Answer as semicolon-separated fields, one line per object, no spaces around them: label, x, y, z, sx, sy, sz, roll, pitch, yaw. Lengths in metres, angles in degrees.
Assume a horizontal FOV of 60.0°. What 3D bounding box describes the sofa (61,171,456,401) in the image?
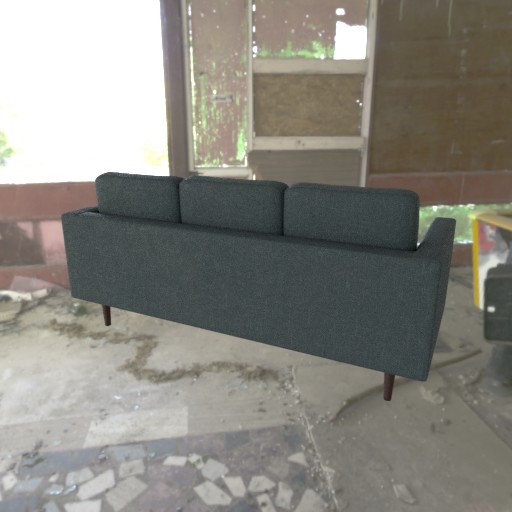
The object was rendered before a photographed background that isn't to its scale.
sofa;0.000;0.000;2.541;2.013;0.945;0.935;8;19;26
